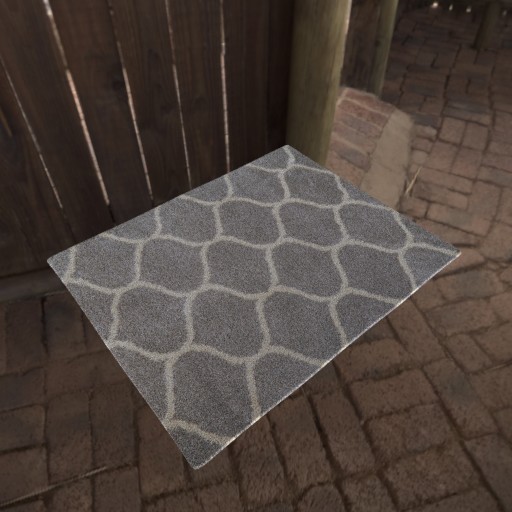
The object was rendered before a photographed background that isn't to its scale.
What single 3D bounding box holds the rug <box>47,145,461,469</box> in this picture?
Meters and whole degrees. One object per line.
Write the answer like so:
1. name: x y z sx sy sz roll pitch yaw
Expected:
1. rug: 0.000 0.000 4.081 3.000 0.026 2.399 -31 53 -27
